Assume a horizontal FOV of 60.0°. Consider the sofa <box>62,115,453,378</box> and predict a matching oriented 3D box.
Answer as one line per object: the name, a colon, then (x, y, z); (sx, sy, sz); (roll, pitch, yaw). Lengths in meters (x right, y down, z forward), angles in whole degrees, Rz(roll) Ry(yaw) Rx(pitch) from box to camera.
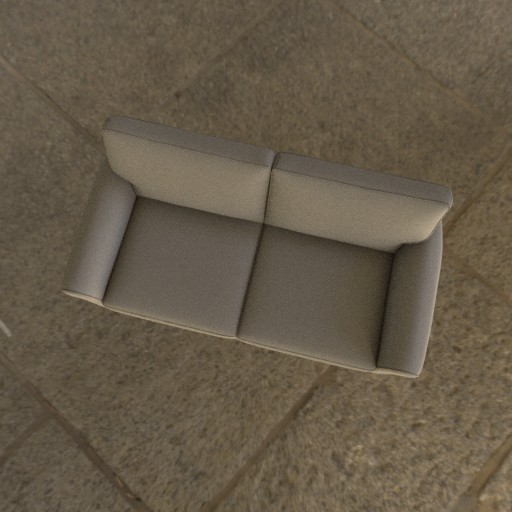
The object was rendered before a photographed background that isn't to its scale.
sofa: (0.000, 0.000, 2.435); (1.930, 0.952, 0.940); (13, 76, 3)
